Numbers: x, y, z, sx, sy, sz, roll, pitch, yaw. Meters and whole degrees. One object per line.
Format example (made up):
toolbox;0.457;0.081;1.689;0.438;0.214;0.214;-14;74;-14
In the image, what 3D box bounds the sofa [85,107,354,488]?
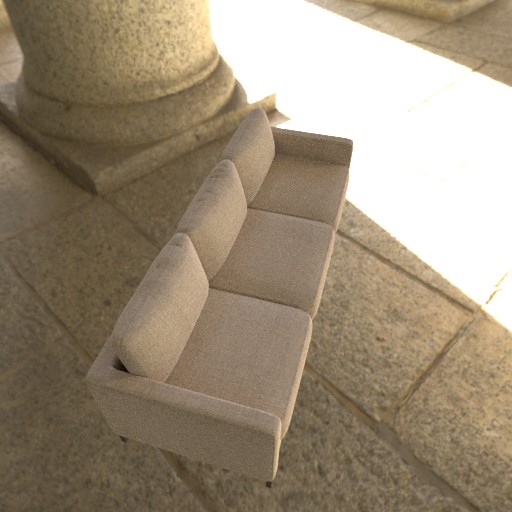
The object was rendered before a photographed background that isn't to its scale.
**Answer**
sofa;0.000;0.000;2.652;0.859;0.874;2.218;12;47;11
